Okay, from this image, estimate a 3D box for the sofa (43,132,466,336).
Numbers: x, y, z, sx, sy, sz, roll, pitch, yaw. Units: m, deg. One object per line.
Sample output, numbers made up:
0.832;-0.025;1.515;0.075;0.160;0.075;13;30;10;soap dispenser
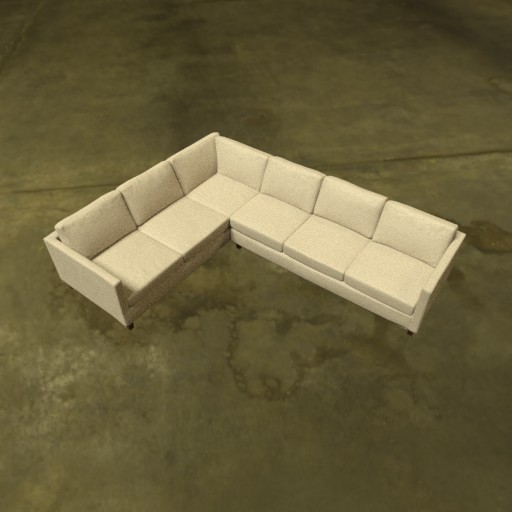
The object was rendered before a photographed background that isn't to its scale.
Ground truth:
0.000;0.000;4.324;3.182;0.863;2.432;27;49;26;sofa
